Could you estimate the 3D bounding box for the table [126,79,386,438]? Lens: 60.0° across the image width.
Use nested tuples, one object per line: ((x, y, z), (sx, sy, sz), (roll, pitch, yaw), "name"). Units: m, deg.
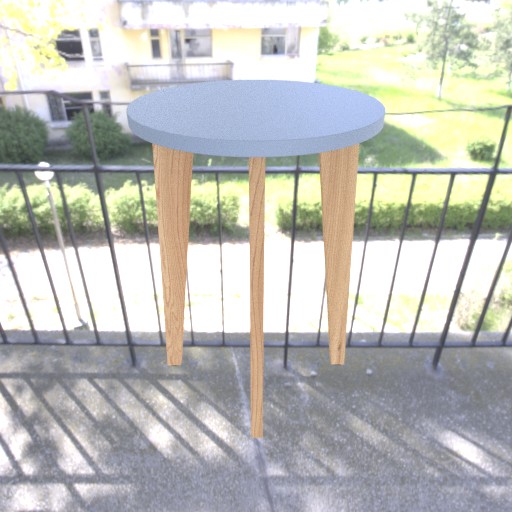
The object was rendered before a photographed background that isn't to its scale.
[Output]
((0.000, 0.000, 0.747), (0.350, 0.500, 0.350), (0, 32, 0), "table")
